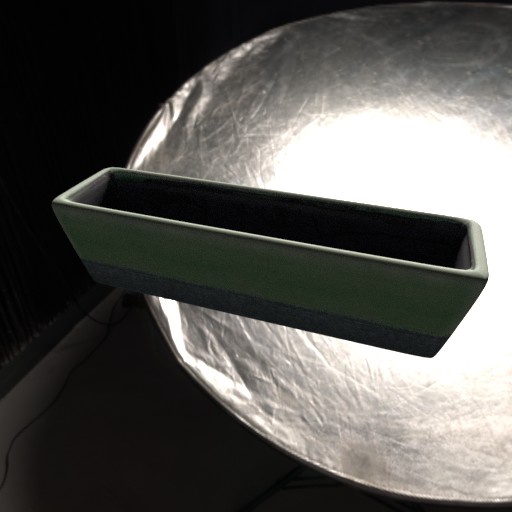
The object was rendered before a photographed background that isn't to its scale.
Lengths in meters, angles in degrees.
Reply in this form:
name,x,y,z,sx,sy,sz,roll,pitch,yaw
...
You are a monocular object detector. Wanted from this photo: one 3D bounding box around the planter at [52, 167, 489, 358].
name,x,y,z,sx,sy,sz,roll,pitch,yaw
planter,0.000,0.000,0.307,0.275,0.072,0.072,11,34,16
